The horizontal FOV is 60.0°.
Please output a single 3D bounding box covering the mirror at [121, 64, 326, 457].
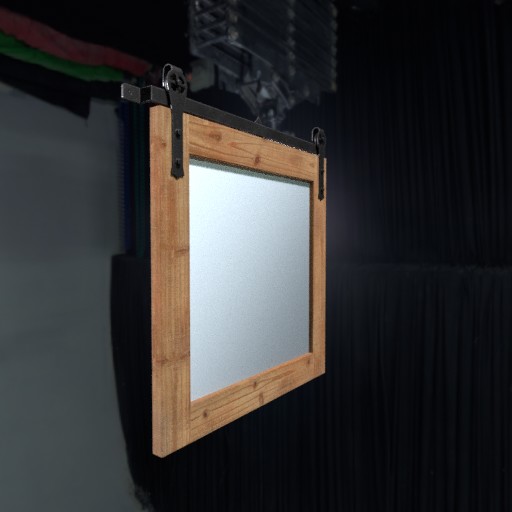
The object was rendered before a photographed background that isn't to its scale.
[{"bbox_3d":[0.000,0.000,1.173,0.054,0.800,0.805,2,3,36],"label":"mirror"}]
